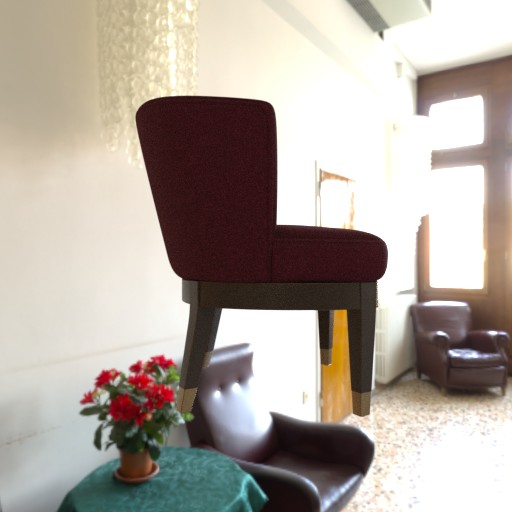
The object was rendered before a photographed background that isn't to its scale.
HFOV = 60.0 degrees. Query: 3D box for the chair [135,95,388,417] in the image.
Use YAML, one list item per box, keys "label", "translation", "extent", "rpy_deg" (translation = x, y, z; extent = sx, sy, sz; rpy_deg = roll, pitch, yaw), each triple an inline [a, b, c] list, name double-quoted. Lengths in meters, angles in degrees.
- label: "chair"
  translation: [0.000, 0.000, 1.299]
  extent: [0.660, 0.760, 0.700]
  rpy_deg: [0, 0, -1]
